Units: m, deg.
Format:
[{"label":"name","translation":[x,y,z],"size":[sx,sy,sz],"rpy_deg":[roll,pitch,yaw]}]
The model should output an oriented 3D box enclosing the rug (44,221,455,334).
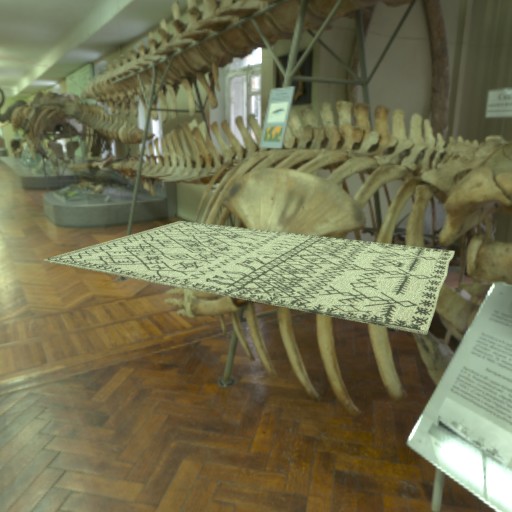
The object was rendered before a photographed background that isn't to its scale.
[{"label":"rug","translation":[0.000,0.000,4.840],"size":[3.824,0.019,2.393],"rpy_deg":[8,18,26]}]
